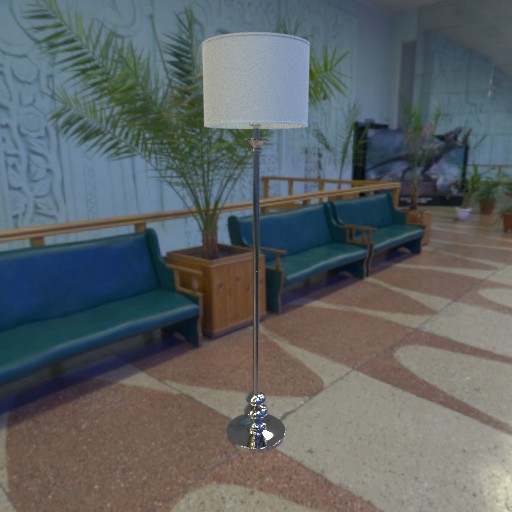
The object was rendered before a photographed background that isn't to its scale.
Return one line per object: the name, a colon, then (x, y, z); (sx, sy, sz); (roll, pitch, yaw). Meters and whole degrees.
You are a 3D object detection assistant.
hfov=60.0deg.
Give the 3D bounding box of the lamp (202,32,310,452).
lamp: (0.000, 0.000, 1.638); (0.356, 1.487, 0.356); (-13, 19, -43)
